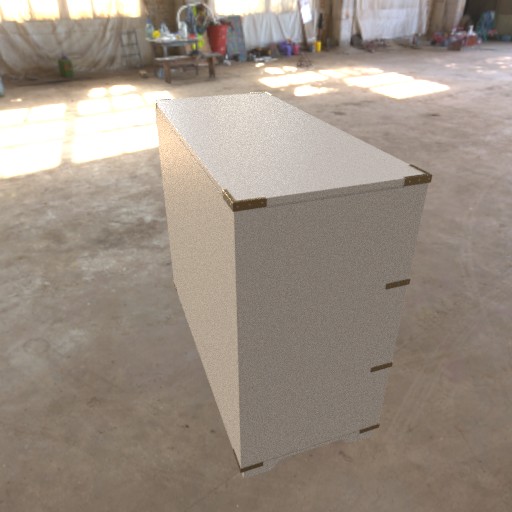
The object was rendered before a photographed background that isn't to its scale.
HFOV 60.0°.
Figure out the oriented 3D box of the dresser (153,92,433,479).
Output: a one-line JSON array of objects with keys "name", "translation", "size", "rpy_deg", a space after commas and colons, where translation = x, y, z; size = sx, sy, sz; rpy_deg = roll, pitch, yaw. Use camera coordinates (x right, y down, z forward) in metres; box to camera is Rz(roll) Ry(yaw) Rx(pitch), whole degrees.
[{"name": "dresser", "translation": [0.000, 0.000, 1.546], "size": [0.460, 0.891, 1.022], "rpy_deg": [-10, 32, -17]}]
